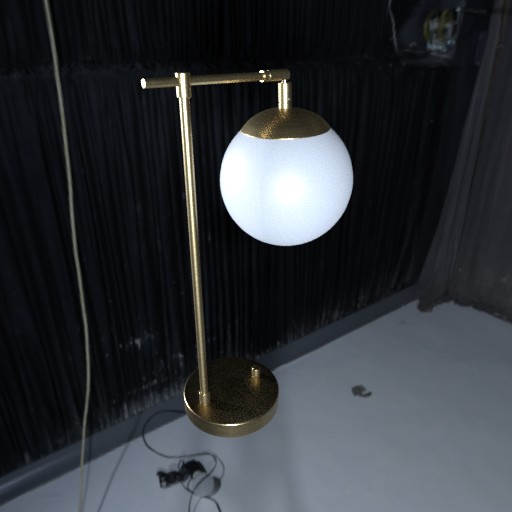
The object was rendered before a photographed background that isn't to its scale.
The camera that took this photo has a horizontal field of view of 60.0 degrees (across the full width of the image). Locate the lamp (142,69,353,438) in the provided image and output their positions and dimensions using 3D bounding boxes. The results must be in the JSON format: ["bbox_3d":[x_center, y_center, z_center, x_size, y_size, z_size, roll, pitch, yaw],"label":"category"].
[{"bbox_3d":[0.000,0.000,0.717,0.324,0.559,0.207,-18,32,-32],"label":"lamp"}]
